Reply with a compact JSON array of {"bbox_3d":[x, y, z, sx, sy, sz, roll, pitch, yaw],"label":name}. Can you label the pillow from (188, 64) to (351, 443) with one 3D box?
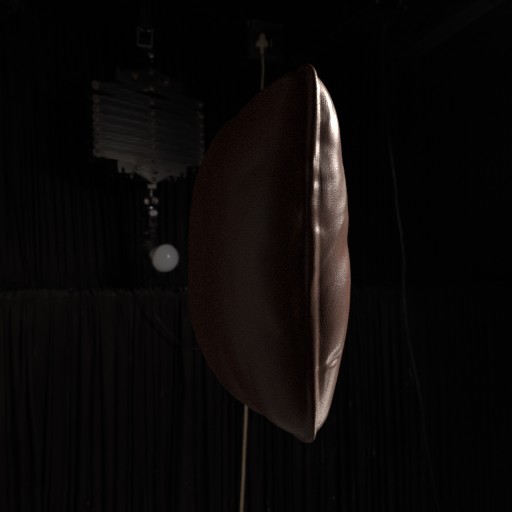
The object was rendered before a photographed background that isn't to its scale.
[{"bbox_3d":[0.000,0.000,0.831,0.236,0.523,0.532,0,-1,-18],"label":"pillow"}]
